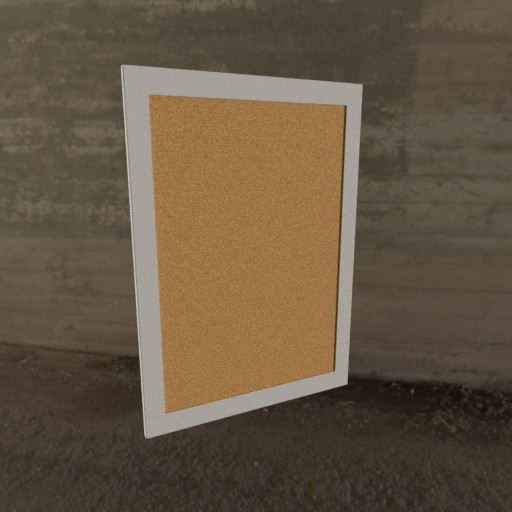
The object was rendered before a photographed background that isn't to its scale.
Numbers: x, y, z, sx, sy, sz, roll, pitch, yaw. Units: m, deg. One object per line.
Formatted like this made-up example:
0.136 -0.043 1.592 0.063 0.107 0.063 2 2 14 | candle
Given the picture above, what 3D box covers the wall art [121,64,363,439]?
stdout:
0.000 0.000 0.694 0.374 0.529 0.012 -6 14 -25 | wall art
